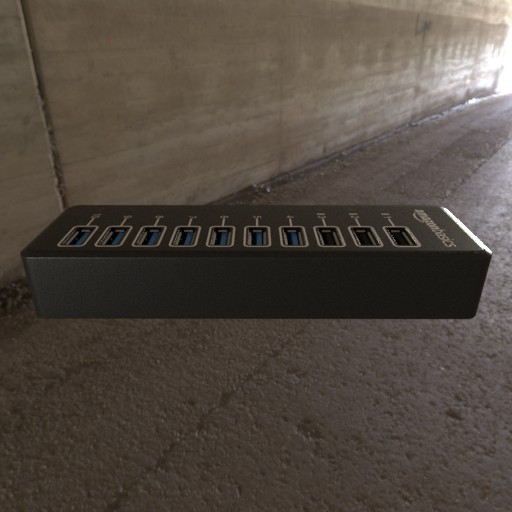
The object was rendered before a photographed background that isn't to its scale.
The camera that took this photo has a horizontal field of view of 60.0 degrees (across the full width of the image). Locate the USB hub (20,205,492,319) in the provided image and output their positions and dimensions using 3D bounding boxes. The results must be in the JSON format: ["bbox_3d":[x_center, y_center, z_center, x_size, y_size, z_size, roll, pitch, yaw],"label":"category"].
[{"bbox_3d":[0.000,0.000,0.157,0.145,0.023,0.044,0,27,0],"label":"USB hub"}]
